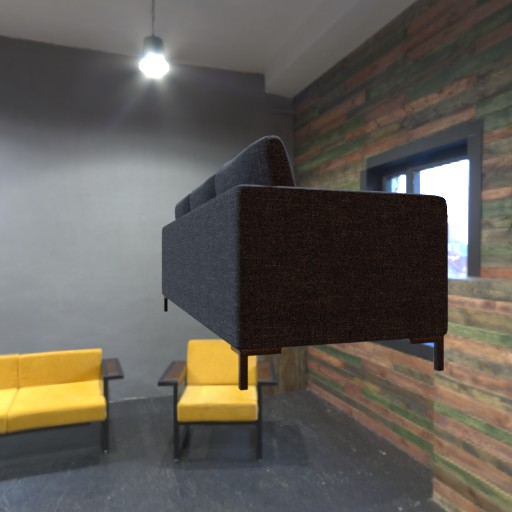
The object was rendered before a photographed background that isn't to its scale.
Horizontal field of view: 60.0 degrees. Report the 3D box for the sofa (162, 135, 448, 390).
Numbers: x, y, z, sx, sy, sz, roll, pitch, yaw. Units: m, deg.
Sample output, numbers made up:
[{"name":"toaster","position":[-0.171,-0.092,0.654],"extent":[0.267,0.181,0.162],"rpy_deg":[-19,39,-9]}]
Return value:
[{"name":"sofa","position":[0.000,0.000,2.596],"extent":[0.859,0.874,2.218],"rpy_deg":[0,0,-18]}]
